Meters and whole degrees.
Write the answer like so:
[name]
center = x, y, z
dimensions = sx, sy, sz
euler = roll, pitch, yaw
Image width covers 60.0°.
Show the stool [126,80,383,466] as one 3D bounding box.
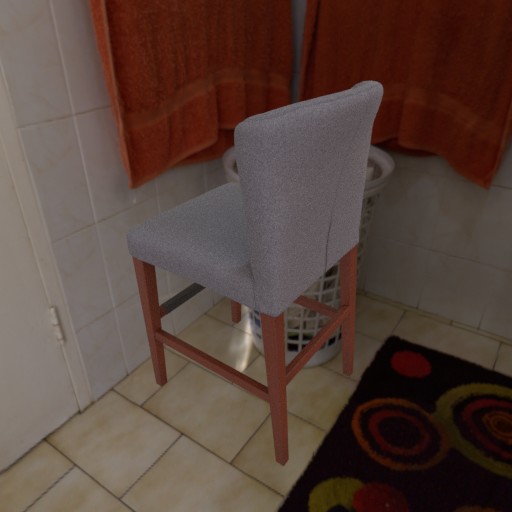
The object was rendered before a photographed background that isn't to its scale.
[stool]
center = 0.000, 0.000, 1.266
dimensions = 0.568, 0.968, 0.481
euler = 20, 36, 30
